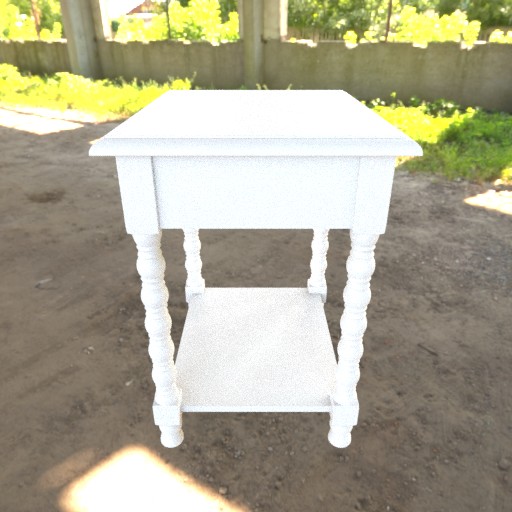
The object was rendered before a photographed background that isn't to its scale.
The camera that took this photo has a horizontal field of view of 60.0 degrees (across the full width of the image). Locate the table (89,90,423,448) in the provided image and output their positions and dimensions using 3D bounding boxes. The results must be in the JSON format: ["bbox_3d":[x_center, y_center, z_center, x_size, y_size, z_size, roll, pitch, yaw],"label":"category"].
[{"bbox_3d":[0.000,0.000,0.822,0.381,0.531,0.460,0,27,0],"label":"table"}]
